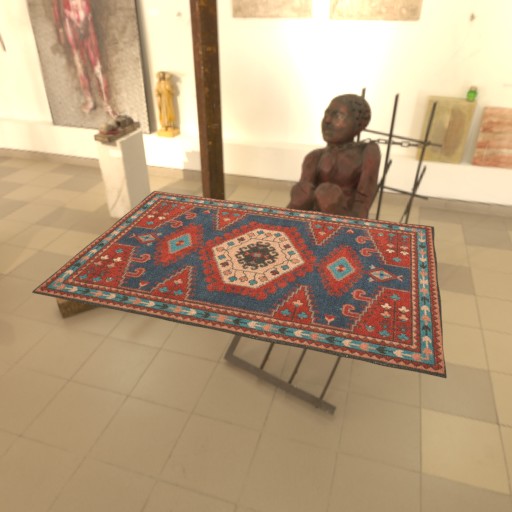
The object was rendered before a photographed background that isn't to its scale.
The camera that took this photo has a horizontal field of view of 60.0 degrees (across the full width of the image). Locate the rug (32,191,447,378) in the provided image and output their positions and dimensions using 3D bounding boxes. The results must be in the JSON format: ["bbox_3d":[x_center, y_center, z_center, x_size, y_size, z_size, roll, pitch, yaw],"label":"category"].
[{"bbox_3d":[0.000,0.000,2.326,1.820,0.012,1.207,9,33,14],"label":"rug"}]
